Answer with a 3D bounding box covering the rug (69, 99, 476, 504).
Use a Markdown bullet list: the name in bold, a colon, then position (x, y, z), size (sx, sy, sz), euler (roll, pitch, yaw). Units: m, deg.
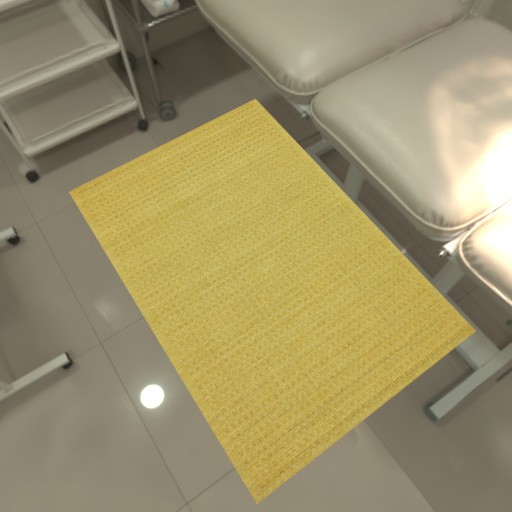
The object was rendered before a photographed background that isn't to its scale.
- **rug**: position (0.000, 0.000, 3.590), size (1.981, 0.006, 2.895), euler (-31, 67, -15)
